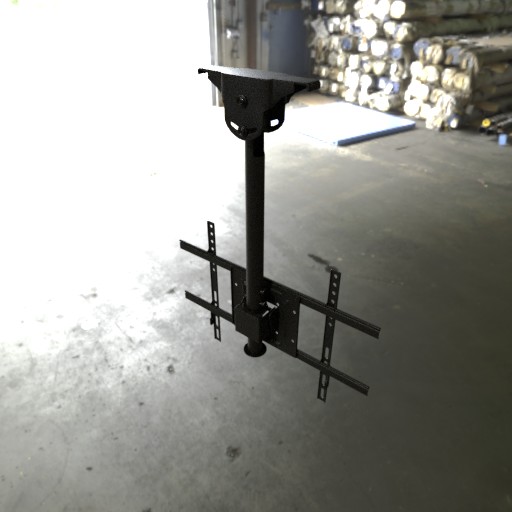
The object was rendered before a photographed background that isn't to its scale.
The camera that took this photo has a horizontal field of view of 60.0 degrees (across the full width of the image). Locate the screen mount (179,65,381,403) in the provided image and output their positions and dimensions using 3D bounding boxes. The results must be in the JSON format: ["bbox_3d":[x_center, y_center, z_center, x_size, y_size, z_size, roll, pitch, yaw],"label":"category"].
[{"bbox_3d":[0.000,0.000,1.003,0.595,0.775,0.090,23,38,32],"label":"screen mount"}]
